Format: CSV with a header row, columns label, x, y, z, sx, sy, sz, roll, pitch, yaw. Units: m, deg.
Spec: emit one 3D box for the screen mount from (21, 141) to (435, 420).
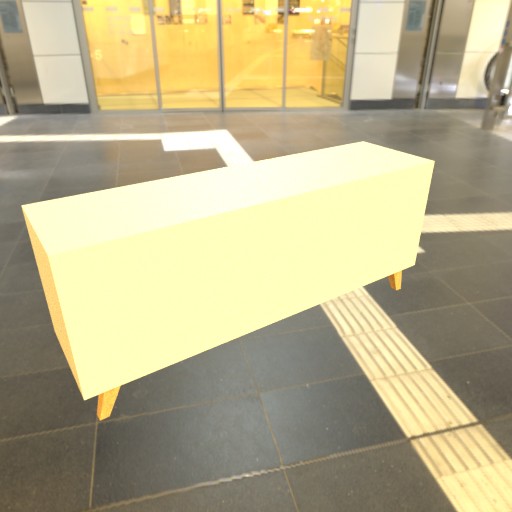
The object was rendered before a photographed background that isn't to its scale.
label,x,y,z,sx,sy,sz,roll,pitch,yaw
screen mount,0.000,0.000,1.744,1.490,0.619,0.400,-17,33,-29
